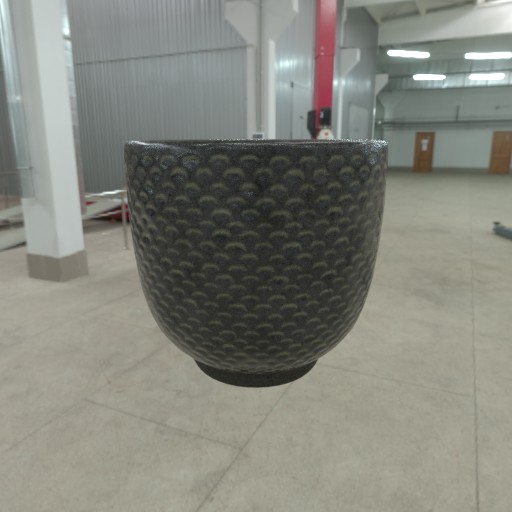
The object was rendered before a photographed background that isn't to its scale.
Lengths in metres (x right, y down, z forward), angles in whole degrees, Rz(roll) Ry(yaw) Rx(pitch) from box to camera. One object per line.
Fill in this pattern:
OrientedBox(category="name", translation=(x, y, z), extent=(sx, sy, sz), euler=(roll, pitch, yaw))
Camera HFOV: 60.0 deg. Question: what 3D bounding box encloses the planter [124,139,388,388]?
OrientedBox(category="planter", translation=(0.000, 0.000, 0.317), extent=(0.172, 0.160, 0.172), euler=(0, 14, 0))
